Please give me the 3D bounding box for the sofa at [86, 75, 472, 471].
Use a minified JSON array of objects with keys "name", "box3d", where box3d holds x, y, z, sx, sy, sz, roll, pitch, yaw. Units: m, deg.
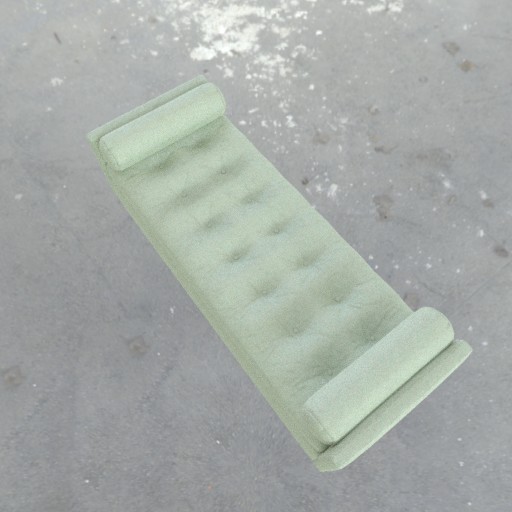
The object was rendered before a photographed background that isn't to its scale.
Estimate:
[{"name":"sofa","box3d":[0.000,0.000,2.415,0.796,0.705,2.102,-34,68,-16]}]
